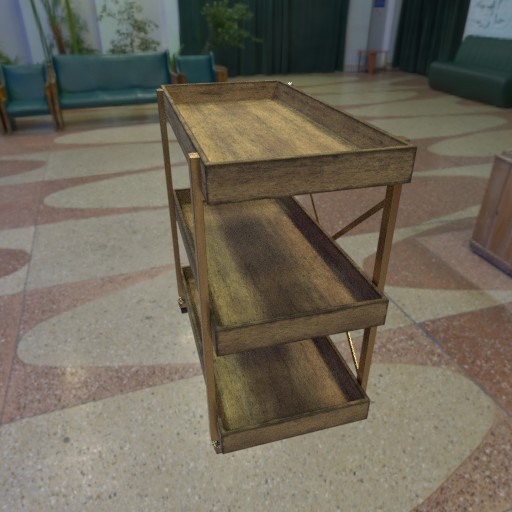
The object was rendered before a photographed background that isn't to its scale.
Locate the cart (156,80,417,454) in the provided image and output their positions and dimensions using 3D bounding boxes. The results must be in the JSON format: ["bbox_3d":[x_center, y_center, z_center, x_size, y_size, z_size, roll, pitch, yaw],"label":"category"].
[{"bbox_3d":[0.000,0.000,1.232,0.416,0.799,0.750,-8,31,-14],"label":"cart"}]
